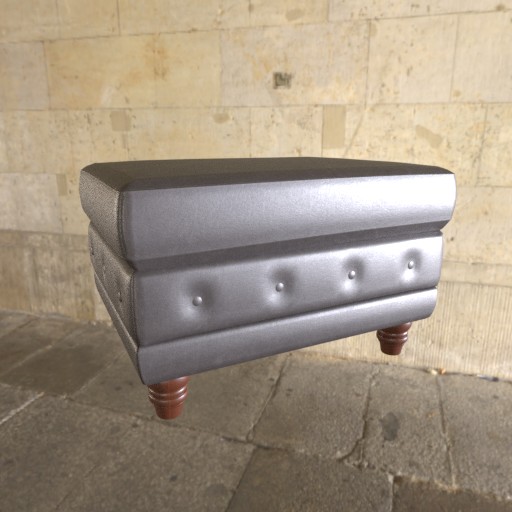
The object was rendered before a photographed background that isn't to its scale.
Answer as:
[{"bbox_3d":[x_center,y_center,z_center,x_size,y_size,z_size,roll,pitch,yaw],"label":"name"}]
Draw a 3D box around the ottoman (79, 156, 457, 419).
[{"bbox_3d":[0.000,0.000,1.172,0.795,0.498,0.590,-7,17,-26],"label":"ottoman"}]
